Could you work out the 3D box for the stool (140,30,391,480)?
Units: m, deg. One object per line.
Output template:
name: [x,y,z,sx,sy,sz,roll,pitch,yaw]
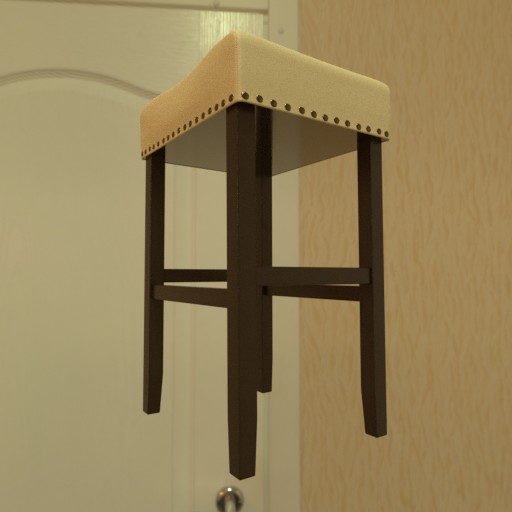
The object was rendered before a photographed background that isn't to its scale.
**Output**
stool: [0.000,0.000,1.026,0.401,0.762,0.471,2,-3,-34]
